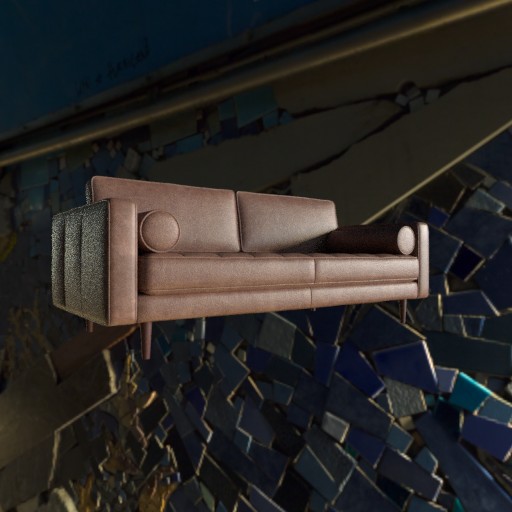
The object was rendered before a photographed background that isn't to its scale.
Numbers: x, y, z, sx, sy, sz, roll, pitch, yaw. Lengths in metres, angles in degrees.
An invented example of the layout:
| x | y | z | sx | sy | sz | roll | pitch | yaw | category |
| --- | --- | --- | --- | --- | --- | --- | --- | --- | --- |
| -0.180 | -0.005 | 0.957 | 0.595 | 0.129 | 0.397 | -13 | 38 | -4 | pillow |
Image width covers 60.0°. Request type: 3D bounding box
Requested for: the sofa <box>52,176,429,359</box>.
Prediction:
| x | y | z | sx | sy | sz | roll | pitch | yaw | category |
| --- | --- | --- | --- | --- | --- | --- | --- | --- | --- |
| 0.000 | 0.000 | 2.368 | 1.870 | 0.760 | 0.910 | 0 | 0 | -36 | sofa |
